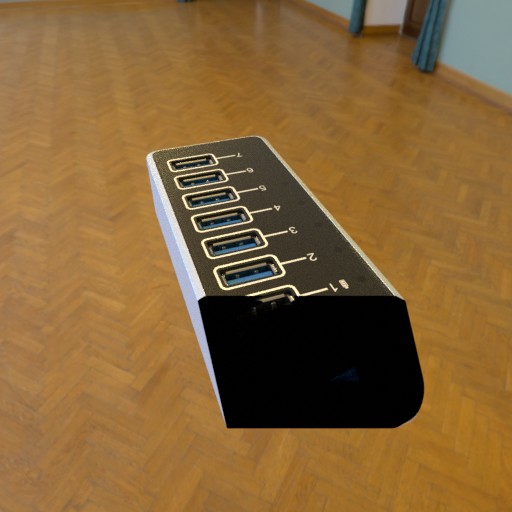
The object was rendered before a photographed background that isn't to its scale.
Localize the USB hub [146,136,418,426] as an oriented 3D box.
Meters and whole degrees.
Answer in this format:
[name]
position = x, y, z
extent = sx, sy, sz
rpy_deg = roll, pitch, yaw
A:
[USB hub]
position = 0.000, 0.000, 0.129
extent = 0.044, 0.023, 0.110
rpy_deg = -13, 41, -15
